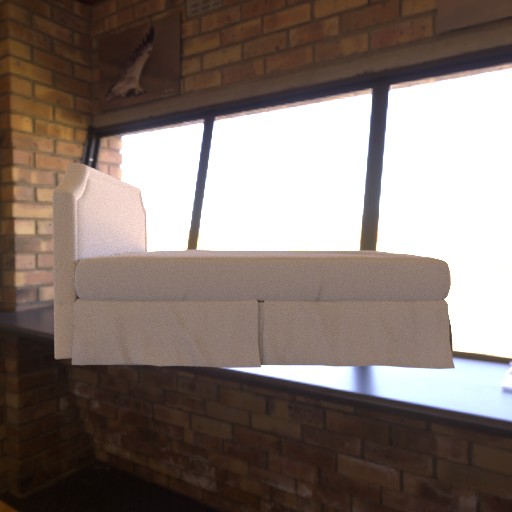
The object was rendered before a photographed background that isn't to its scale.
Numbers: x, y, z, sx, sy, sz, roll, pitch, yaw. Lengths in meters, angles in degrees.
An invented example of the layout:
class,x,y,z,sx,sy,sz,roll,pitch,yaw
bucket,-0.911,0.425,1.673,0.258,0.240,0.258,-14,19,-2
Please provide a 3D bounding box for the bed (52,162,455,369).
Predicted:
class,x,y,z,sx,sy,sz,roll,pitch,yaw
bed,0.000,0.000,3.612,2.498,1.293,1.977,0,2,1
